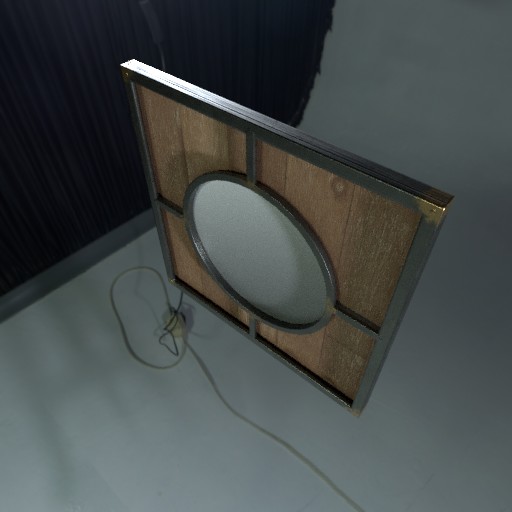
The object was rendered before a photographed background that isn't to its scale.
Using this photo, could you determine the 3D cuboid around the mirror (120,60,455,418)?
[{"bbox_3d":[0.000,0.000,0.558,0.382,0.381,0.020,31,54,26],"label":"mirror"}]
